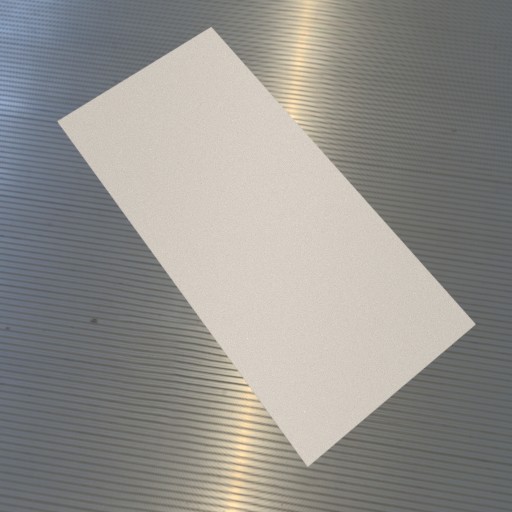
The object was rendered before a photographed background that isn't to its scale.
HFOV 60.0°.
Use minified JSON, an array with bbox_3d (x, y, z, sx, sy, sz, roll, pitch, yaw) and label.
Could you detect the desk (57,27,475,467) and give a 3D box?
[{"bbox_3d":[0.000,0.000,1.482,0.525,0.780,1.057,-36,77,-9],"label":"desk"}]
